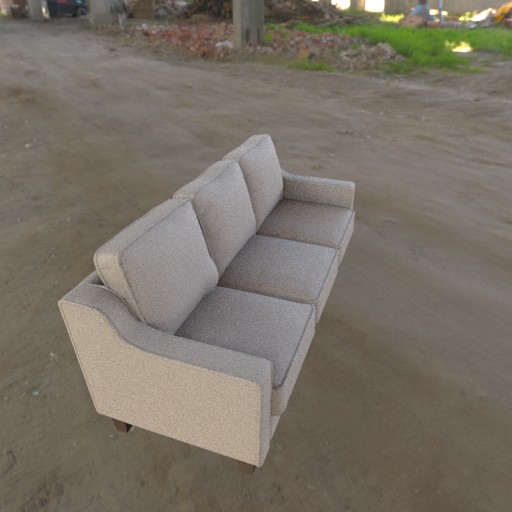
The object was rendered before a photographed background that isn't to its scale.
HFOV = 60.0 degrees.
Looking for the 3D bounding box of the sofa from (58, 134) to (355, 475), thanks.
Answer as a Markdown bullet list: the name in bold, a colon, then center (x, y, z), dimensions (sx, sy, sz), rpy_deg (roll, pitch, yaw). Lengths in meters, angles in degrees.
- **sofa**: center (0.000, 0.000, 2.619), dimensions (0.899, 0.950, 2.129), rpy_deg (10, 32, 17)
